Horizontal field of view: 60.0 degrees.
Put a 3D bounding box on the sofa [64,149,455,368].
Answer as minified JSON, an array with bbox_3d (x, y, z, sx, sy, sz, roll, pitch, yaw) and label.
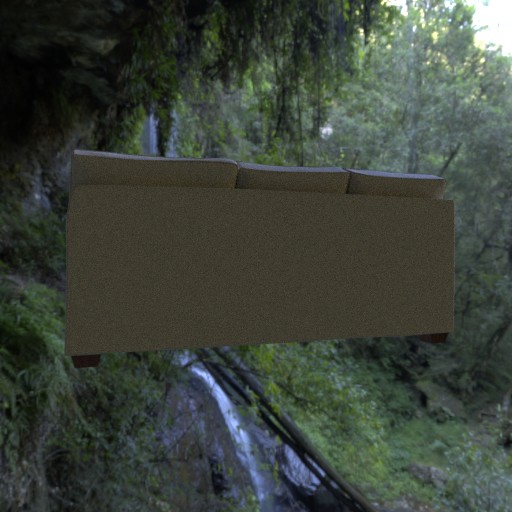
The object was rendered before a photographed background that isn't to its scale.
[{"bbox_3d":[0.000,0.000,2.569,1.963,0.946,1.034,0,-1,-18],"label":"sofa"}]
